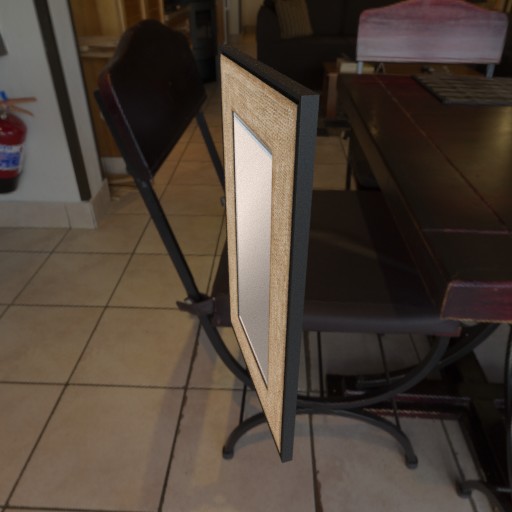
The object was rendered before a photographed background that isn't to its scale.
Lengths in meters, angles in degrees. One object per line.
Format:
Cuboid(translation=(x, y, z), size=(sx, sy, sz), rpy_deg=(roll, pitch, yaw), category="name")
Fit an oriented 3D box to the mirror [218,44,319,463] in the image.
Cuboid(translation=(0.000, 0.000, 1.510), size=(0.038, 1.219, 0.762), rpy_deg=(-9, 34, -14), category="mirror")
